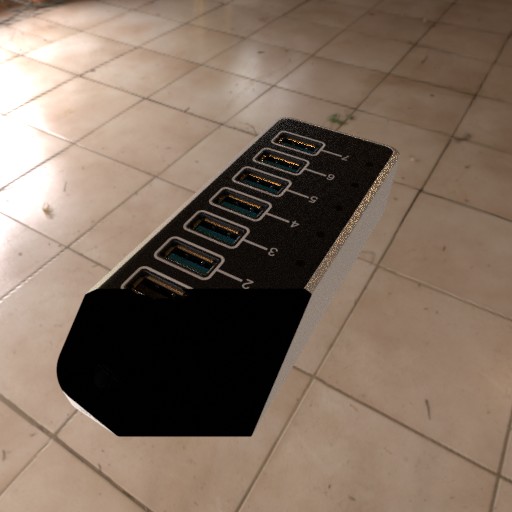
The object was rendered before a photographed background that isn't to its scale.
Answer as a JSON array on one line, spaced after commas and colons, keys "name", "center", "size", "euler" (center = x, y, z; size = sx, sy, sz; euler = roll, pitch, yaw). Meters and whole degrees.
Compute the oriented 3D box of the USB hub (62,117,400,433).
[{"name": "USB hub", "center": [0.000, 0.000, 0.123], "size": [0.044, 0.023, 0.110], "euler": [23, 51, 20]}]
